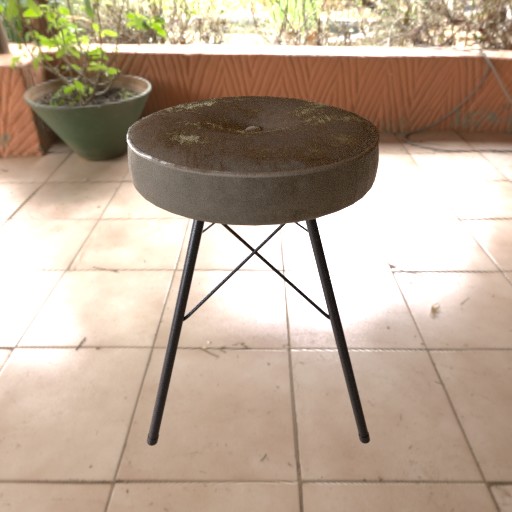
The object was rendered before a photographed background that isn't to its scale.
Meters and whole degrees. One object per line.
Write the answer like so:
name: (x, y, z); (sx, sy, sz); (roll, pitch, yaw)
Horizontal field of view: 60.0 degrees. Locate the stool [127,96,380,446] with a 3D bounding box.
stool: (0.000, 0.000, 0.869); (0.423, 0.538, 0.457); (0, 32, 0)
